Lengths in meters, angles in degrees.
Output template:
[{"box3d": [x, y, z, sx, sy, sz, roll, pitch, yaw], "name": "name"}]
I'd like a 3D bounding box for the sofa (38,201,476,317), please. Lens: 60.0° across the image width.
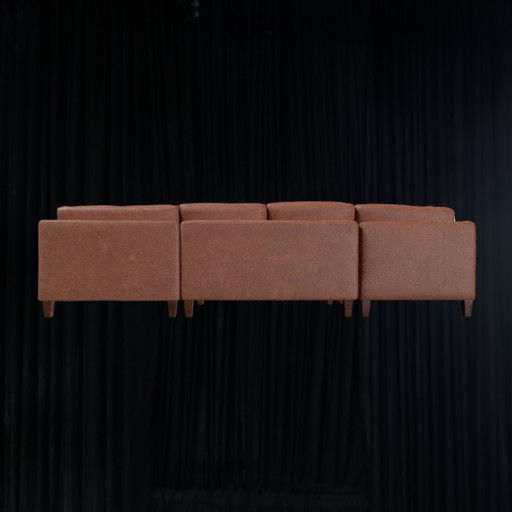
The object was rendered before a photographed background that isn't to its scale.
[{"box3d": [0.000, 0.000, 4.717, 3.460, 0.923, 2.593, 0, 1, -1], "name": "sofa"}]
